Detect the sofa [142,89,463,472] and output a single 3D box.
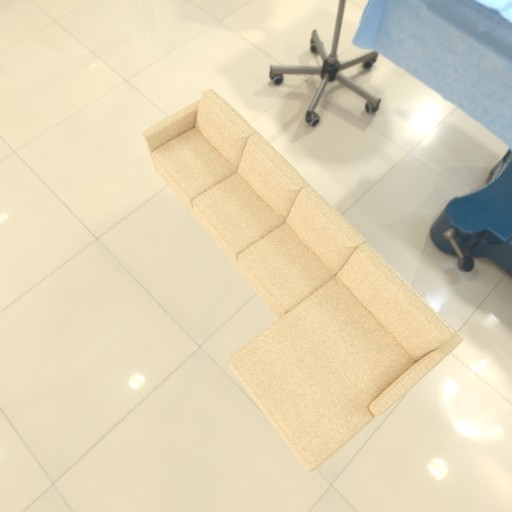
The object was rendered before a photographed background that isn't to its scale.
[{"bbox_3d":[0.000,0.000,4.187,1.603,0.954,3.471,-35,69,-16],"label":"sofa"}]
